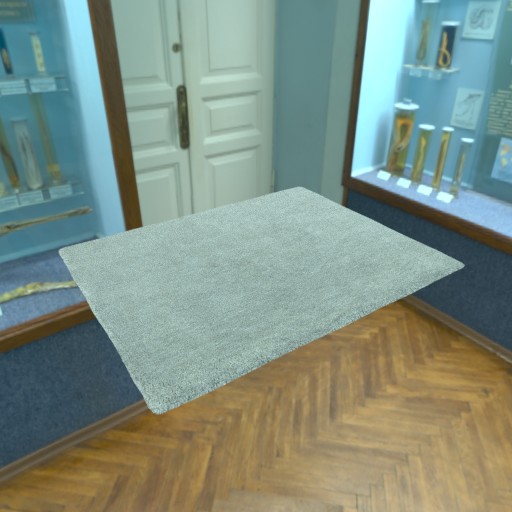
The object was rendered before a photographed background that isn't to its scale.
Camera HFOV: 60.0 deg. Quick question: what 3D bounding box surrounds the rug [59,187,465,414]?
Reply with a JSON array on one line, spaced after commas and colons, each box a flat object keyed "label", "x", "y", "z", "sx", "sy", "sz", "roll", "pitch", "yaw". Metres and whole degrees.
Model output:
[{"label": "rug", "x": 0.000, "y": 0.000, "z": 4.003, "sx": 2.933, "sy": 0.027, "sz": 2.332, "roll": -19, "pitch": 35, "yaw": -29}]
